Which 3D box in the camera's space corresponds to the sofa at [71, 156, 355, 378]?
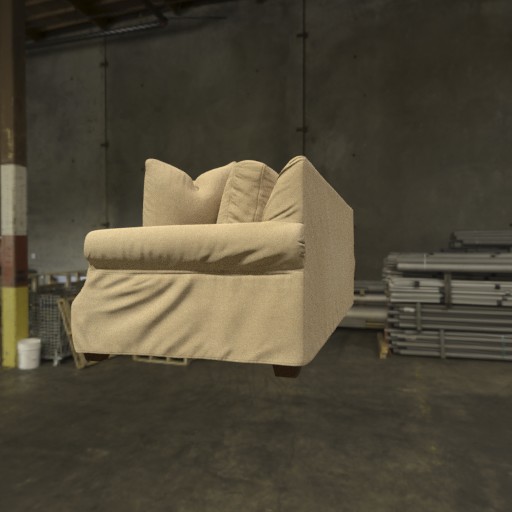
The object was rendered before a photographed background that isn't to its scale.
[{"bbox_3d":[0.000,0.000,2.794,1.067,0.904,2.285,0,1,17],"label":"sofa"}]
